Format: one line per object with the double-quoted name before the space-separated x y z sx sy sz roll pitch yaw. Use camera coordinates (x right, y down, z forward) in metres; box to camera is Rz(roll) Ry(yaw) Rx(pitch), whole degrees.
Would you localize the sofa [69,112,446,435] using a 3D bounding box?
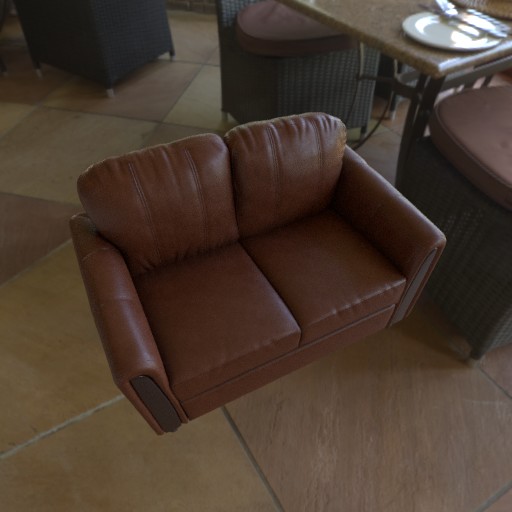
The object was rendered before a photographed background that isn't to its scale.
"sofa" 0.000 0.000 1.938 1.406 0.906 0.805 -20 49 -19
